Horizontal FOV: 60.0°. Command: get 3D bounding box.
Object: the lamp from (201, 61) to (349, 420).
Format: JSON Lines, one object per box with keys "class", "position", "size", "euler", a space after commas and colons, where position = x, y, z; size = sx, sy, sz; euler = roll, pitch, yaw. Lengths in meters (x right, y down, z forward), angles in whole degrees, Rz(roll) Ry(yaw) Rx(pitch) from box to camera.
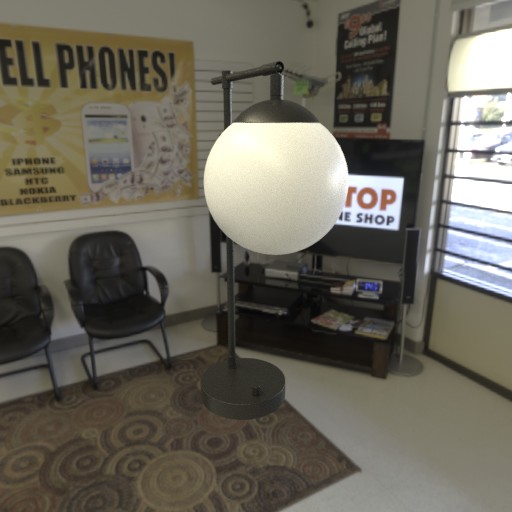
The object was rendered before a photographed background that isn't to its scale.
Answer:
{"class": "lamp", "position": [0.000, 0.000, 0.697], "size": [0.197, 0.559, 0.316], "euler": [-8, 18, -26]}
